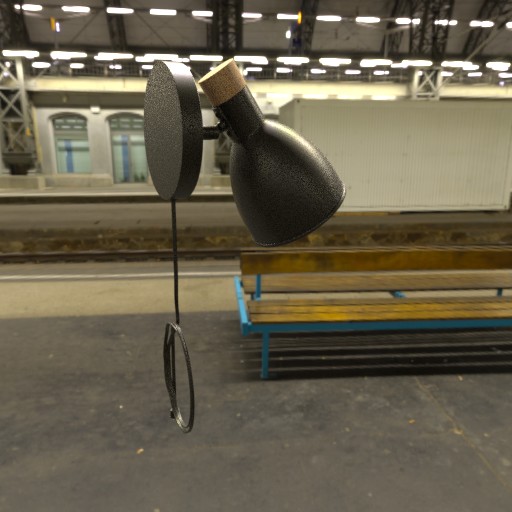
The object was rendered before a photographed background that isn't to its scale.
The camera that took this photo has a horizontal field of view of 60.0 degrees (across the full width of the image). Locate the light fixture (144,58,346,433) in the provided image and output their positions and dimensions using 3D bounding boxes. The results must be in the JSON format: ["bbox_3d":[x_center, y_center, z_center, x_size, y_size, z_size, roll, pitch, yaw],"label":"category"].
[{"bbox_3d":[0.000,0.000,0.491,0.203,0.401,0.127,-7,15,-27],"label":"light fixture"}]
